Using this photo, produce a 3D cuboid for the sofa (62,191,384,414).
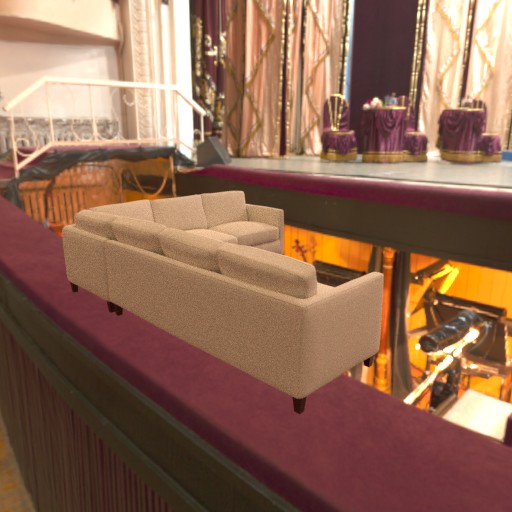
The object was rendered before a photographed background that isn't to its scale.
[{"bbox_3d":[0.000,0.000,4.509,3.302,0.947,2.593,14,20,43],"label":"sofa"}]
